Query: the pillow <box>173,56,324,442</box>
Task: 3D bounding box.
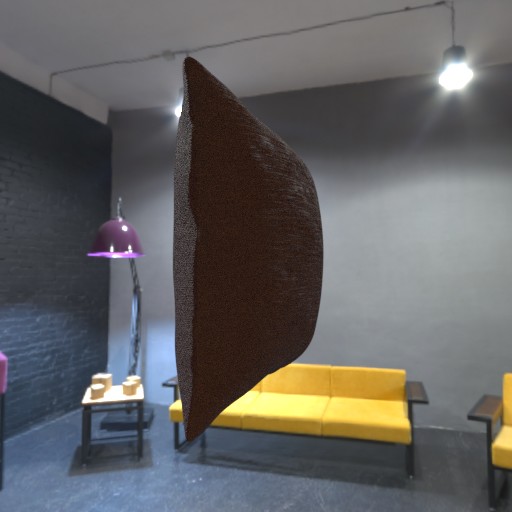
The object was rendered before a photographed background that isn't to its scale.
[{"bbox_3d":[0.000,0.000,0.705,0.204,0.439,0.452,-1,-3,19],"label":"pillow"}]
